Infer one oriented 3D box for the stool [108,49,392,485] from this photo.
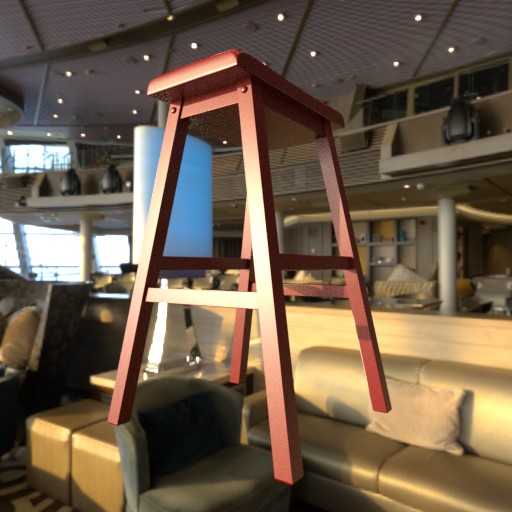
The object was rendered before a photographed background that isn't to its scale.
[{"bbox_3d":[0.000,0.000,1.029,0.476,0.737,0.457,-1,-2,36],"label":"stool"}]
